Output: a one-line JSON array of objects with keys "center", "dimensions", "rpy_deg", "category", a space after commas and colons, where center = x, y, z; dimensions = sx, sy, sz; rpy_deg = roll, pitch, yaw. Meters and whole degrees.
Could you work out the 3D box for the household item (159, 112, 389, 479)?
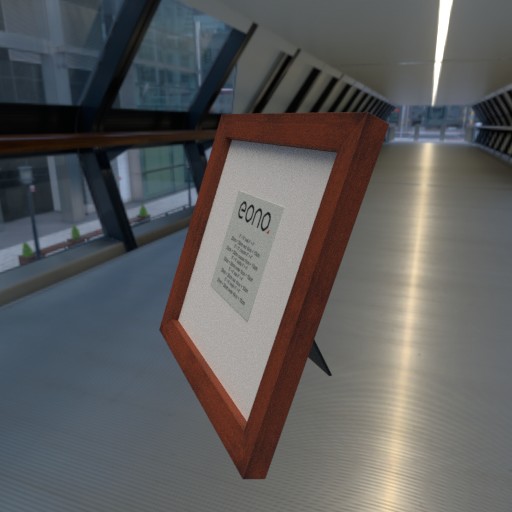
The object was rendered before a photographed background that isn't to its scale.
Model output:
[{"center": [0.000, 0.000, 0.392], "dimensions": [0.131, 0.240, 0.240], "rpy_deg": [-8, 19, -24], "category": "household item"}]
